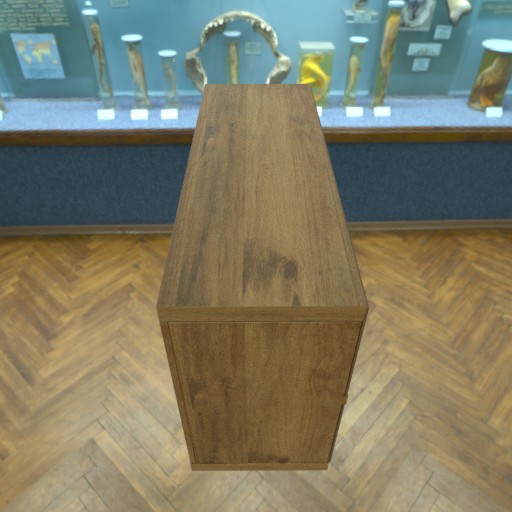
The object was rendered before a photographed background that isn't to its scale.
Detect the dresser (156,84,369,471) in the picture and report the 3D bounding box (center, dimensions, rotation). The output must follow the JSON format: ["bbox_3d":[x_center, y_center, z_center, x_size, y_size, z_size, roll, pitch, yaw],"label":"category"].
[{"bbox_3d":[0.000,0.000,1.669,0.479,0.825,1.261,0,41,0],"label":"dresser"}]
